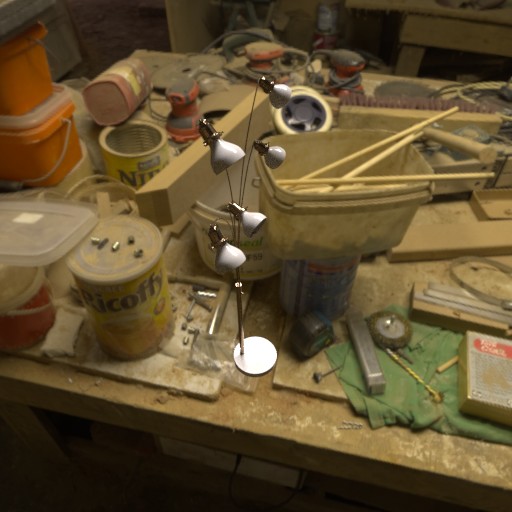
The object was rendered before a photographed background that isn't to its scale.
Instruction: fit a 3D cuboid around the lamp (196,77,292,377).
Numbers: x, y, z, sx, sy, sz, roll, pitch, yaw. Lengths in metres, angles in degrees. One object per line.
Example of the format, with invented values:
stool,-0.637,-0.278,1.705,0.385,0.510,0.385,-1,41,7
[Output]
lamp,0.000,0.000,2.920,0.361,2.423,1.405,10,46,10
